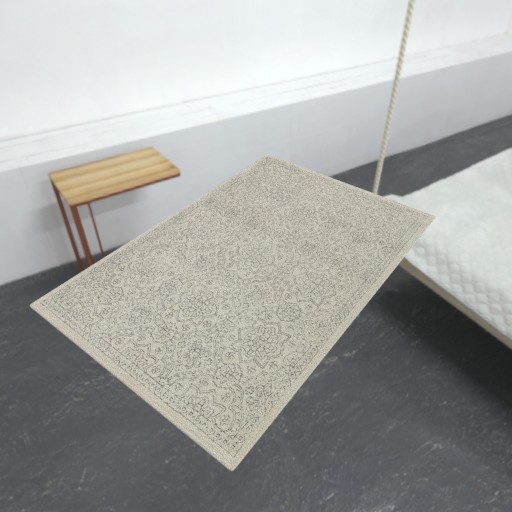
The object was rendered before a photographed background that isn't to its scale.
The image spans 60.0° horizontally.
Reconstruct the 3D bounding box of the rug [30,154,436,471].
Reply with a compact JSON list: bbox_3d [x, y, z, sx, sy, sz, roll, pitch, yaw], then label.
[{"bbox_3d":[0.000,0.000,2.870,1.524,0.011,2.286,27,48,28],"label":"rug"}]
